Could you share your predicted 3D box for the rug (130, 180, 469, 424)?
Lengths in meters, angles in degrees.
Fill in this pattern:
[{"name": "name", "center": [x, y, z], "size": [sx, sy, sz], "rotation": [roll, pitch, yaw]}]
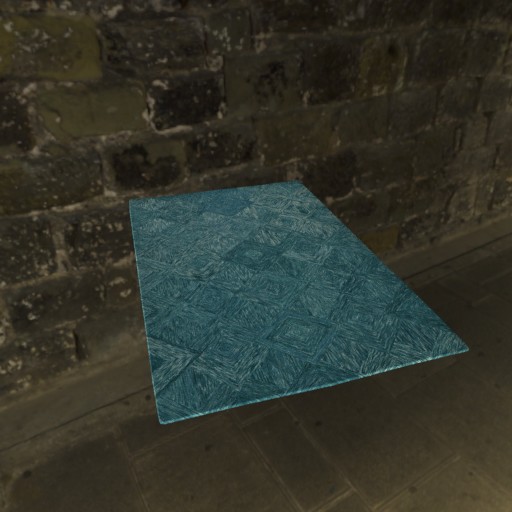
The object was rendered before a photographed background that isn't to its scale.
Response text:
[{"name": "rug", "center": [0.000, 0.000, 2.186], "size": [1.136, 0.017, 1.728], "rotation": [-9, 32, -14]}]
